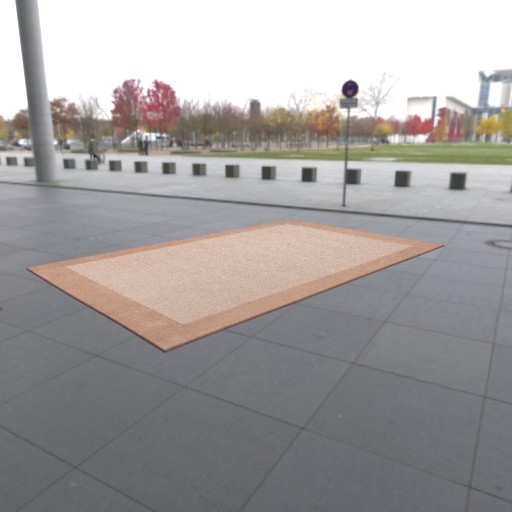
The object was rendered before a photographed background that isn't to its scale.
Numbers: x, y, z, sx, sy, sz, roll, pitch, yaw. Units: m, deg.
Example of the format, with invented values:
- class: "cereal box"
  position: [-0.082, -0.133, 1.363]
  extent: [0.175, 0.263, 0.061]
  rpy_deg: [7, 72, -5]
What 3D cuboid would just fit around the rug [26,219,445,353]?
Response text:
- class: "rug"
  position: [0.000, 0.000, 2.994]
  extent: [2.438, 0.014, 1.524]
  rpy_deg: [-14, 20, -43]
